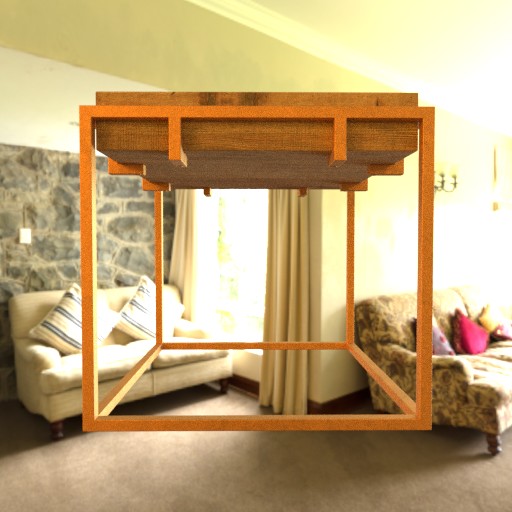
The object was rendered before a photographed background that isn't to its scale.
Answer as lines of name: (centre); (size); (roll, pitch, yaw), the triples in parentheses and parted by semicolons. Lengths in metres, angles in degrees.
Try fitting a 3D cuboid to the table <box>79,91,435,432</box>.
table: (0.000, 0.000, 1.052); (0.599, 0.584, 0.599); (0, 2, -1)
